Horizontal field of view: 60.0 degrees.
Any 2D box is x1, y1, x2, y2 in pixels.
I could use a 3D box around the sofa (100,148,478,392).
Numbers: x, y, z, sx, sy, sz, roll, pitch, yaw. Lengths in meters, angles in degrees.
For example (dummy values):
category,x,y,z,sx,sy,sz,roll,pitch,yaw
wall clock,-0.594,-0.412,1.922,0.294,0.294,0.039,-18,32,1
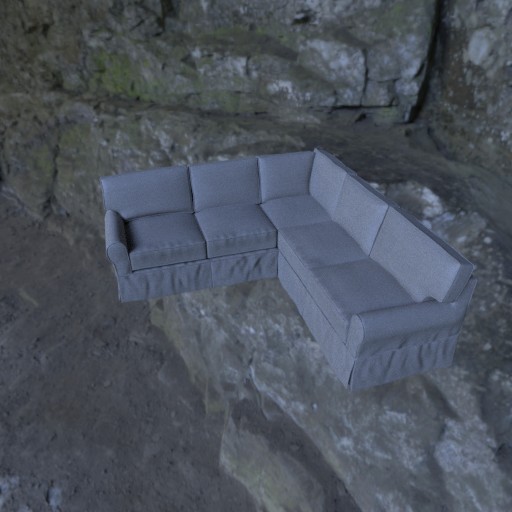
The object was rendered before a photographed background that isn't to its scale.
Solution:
category,x,y,z,sx,sy,sz,roll,pitch,yaw
sofa,0.000,0.000,4.077,2.618,1.081,2.623,-9,33,-15
